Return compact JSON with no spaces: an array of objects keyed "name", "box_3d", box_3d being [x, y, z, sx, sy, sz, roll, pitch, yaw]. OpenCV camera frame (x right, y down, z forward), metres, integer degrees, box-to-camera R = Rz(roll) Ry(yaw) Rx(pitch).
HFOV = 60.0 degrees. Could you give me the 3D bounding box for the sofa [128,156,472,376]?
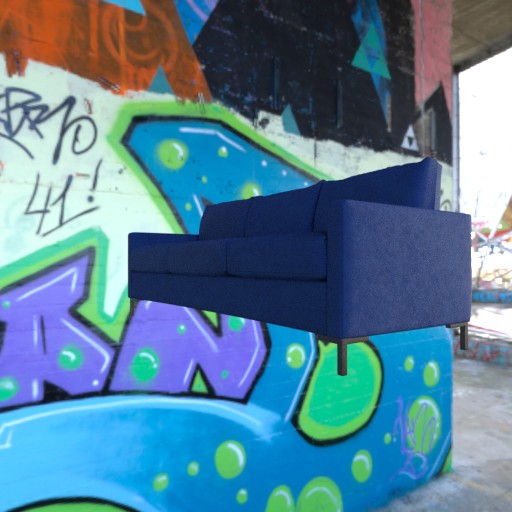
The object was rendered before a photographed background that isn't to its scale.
[{"name":"sofa","box_3d":[0.000,0.000,2.687,0.875,0.879,2.252,1,-1,-35]}]
